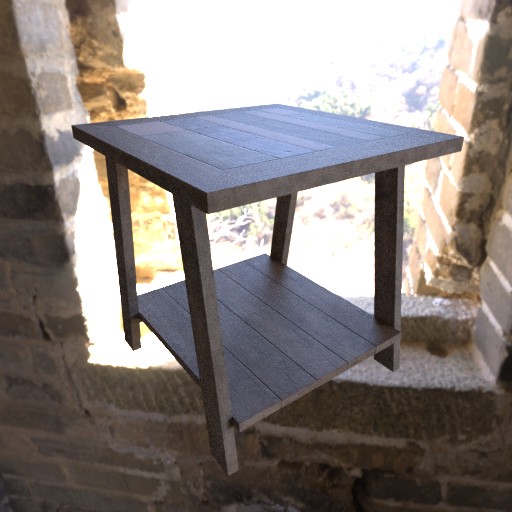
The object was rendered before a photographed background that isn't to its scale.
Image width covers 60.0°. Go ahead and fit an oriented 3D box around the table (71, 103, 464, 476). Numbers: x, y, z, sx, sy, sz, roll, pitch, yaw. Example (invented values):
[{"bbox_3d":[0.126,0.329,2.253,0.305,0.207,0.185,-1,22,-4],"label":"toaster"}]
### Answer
[{"bbox_3d":[0.000,0.000,1.099,0.610,0.610,0.610,-18,32,-32],"label":"table"}]
